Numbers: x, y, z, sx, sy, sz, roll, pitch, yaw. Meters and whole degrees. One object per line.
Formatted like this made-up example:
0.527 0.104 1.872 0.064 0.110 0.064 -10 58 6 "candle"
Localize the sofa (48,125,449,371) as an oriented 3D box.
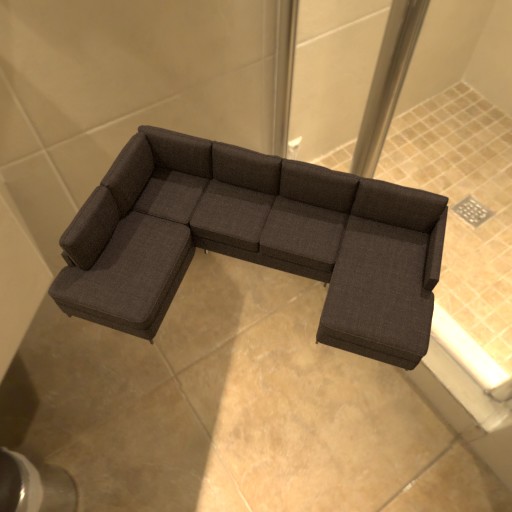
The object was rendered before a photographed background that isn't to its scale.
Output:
0.000 0.000 4.343 3.423 0.999 2.048 16 59 10 "sofa"
